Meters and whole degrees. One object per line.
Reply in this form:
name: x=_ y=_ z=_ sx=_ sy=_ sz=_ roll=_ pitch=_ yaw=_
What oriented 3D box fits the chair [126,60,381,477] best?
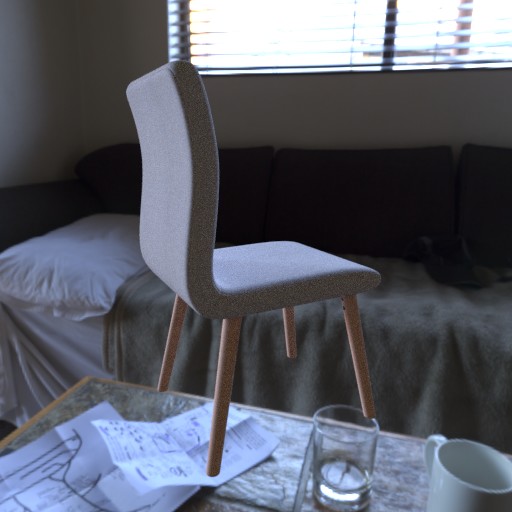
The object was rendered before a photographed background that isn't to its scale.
chair: x=0.000 y=0.000 z=1.183 sx=0.550 sy=0.885 sz=0.435 roll=-7 pitch=16 yaw=-27
